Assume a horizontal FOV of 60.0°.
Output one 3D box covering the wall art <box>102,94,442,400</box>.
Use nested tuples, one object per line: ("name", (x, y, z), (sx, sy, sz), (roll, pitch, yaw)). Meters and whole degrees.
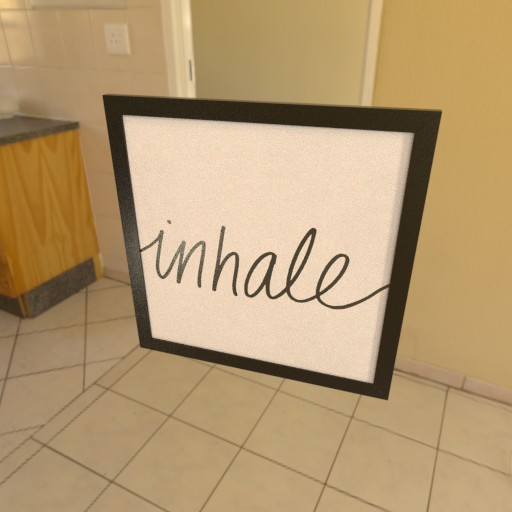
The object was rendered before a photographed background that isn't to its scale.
("wall art", (0.000, 0.000, 0.669), (0.446, 0.445, 0.014), (8, 28, 15))
